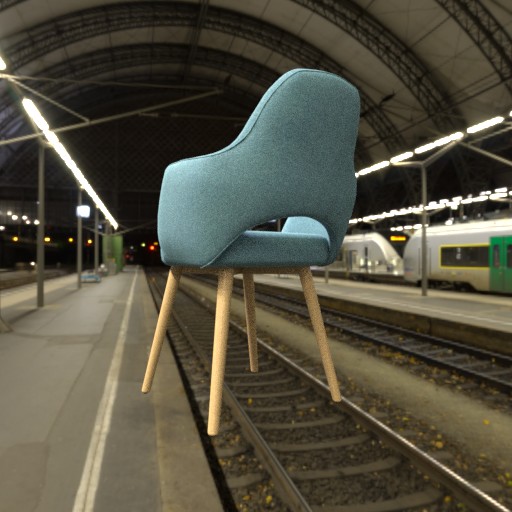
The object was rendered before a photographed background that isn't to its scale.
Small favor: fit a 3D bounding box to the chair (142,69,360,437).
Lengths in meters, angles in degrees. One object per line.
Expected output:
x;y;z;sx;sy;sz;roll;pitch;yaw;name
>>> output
0.000;0.000;1.364;0.589;0.920;0.666;0;0;-36;chair
